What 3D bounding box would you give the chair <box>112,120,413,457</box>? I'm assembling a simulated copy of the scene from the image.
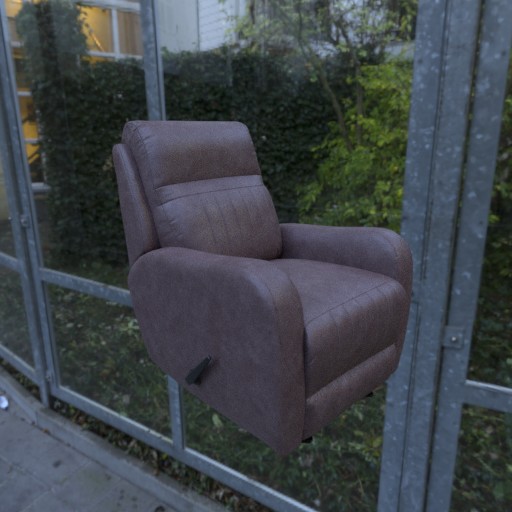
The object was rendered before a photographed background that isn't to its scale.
[{"bbox_3d":[0.000,0.000,1.801,0.865,1.067,1.067,-15,21,-43],"label":"chair"}]
